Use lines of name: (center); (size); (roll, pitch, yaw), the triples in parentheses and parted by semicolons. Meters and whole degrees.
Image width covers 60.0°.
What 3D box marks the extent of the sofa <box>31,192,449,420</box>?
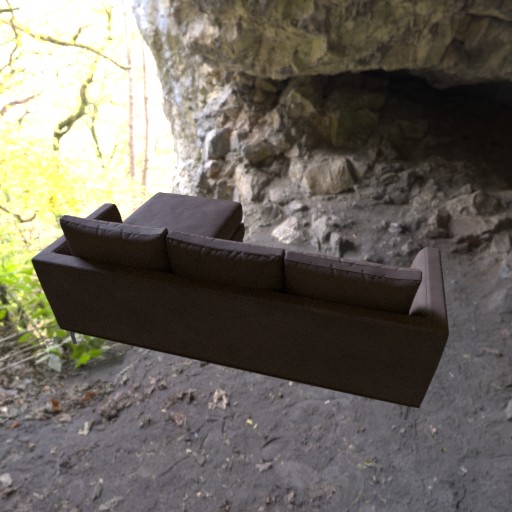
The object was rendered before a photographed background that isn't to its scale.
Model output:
sofa: (0.000, 0.000, 3.227); (2.438, 0.987, 1.622); (9, 34, 14)
